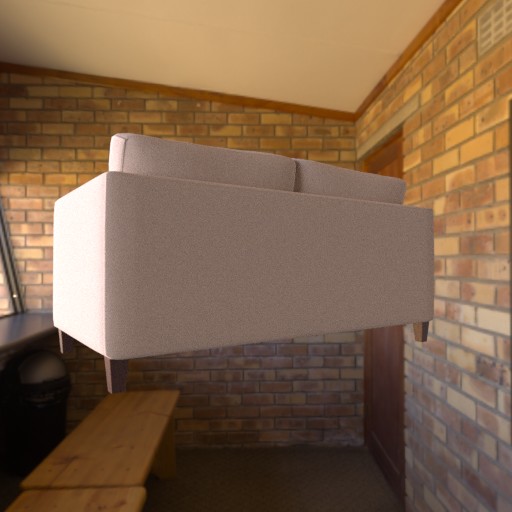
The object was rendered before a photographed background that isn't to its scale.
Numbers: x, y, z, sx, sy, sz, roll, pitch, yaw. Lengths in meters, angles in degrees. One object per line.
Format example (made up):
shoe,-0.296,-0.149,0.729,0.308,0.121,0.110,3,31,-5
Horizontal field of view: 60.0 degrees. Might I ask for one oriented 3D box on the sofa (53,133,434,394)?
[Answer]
sofa,0.000,0.000,2.188,1.722,0.888,0.873,1,-1,-35
